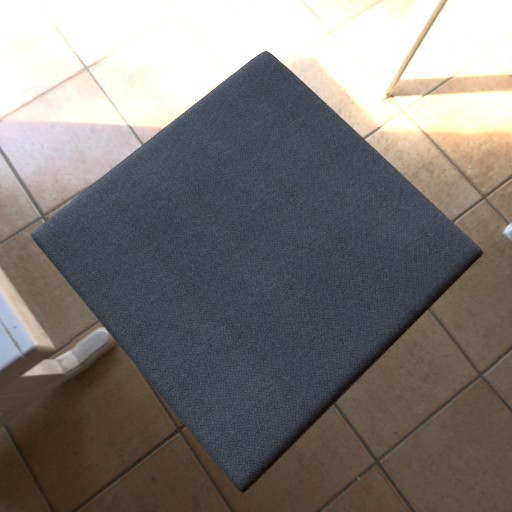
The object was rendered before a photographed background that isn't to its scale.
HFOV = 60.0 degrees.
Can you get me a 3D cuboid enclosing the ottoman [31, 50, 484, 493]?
[{"bbox_3d":[0.000,0.000,1.466,0.981,0.378,0.970,-41,79,-10],"label":"ottoman"}]
